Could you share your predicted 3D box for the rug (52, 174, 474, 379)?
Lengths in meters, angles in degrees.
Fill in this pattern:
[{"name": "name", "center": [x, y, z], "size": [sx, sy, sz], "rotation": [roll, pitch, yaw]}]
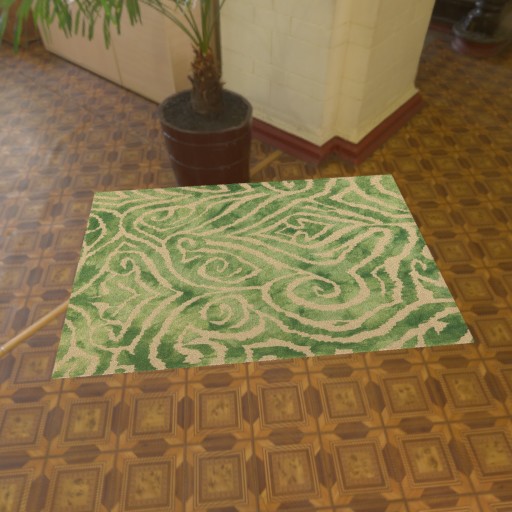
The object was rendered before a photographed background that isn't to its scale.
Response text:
[{"name": "rug", "center": [0.000, 0.000, 2.314], "size": [1.826, 0.006, 1.220], "rotation": [-4, 47, -4]}]
